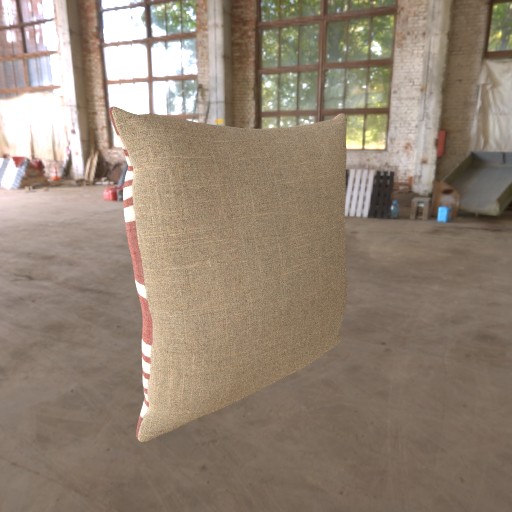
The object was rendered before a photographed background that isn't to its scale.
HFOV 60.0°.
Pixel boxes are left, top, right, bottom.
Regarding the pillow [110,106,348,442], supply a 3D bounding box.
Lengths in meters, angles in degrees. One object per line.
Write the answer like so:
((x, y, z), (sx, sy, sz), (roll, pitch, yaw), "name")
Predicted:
((0.000, 0.000, 0.674), (0.439, 0.427, 0.182), (-14, 20, -42), "pillow")
